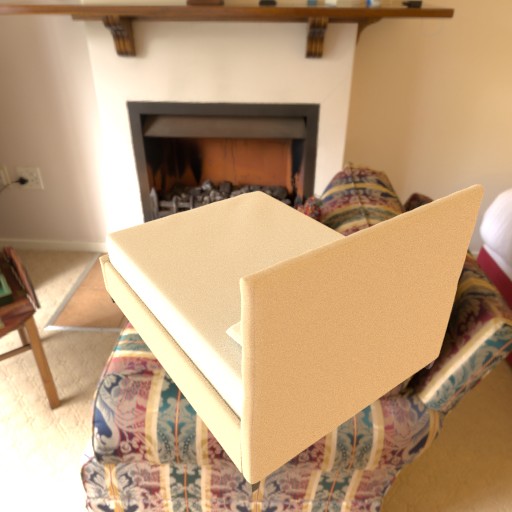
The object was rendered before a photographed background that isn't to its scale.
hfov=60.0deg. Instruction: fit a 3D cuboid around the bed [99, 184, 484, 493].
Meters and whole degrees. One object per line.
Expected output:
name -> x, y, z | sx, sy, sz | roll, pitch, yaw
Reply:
bed -> 0.000, 0.000, 3.252 | 1.696, 1.426, 2.233 | -21, 37, -30
